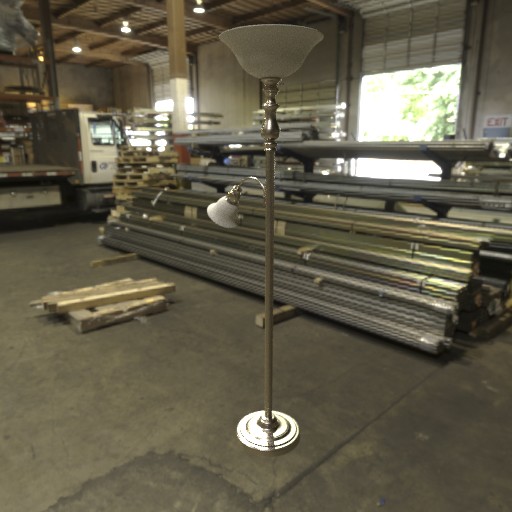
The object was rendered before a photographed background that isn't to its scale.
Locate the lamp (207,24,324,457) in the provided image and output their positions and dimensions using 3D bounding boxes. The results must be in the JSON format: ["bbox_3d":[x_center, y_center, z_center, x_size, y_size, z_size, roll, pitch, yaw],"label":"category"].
[{"bbox_3d":[0.000,0.000,2.006,0.405,1.785,0.575,-14,20,-43],"label":"lamp"}]
